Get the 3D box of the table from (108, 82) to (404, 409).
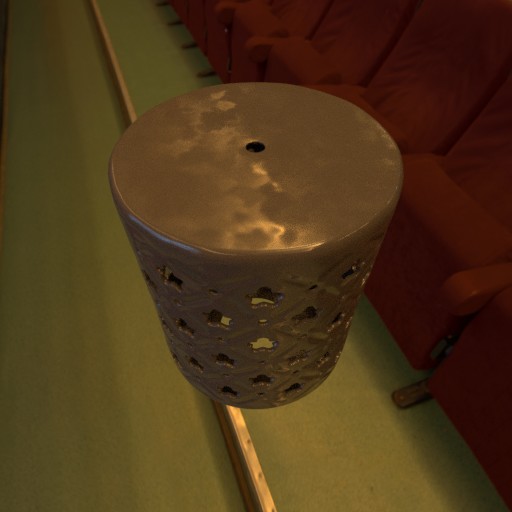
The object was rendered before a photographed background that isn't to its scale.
[{"bbox_3d":[0.000,0.000,0.670,0.352,0.387,0.352,0,48,0],"label":"table"}]
